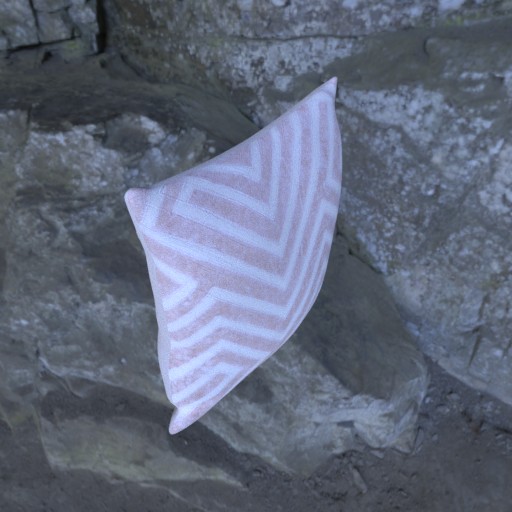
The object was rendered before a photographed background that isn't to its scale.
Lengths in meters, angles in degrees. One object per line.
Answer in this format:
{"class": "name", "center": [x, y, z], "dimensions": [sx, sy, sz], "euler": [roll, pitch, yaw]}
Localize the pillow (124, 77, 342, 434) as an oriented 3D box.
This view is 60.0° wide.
{"class": "pillow", "center": [0.000, 0.000, 0.686], "dimensions": [0.182, 0.441, 0.440], "euler": [24, 46, 26]}
